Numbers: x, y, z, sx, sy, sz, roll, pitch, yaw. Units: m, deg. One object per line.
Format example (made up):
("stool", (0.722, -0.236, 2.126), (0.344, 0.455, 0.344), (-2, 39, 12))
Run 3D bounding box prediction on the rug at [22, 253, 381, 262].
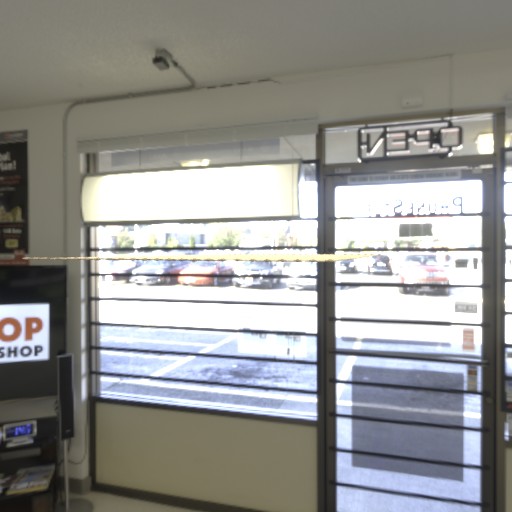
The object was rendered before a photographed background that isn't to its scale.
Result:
("rug", (0.000, 0.000, 2.519), (1.229, 0.011, 2.096), (0, 1, 20))
